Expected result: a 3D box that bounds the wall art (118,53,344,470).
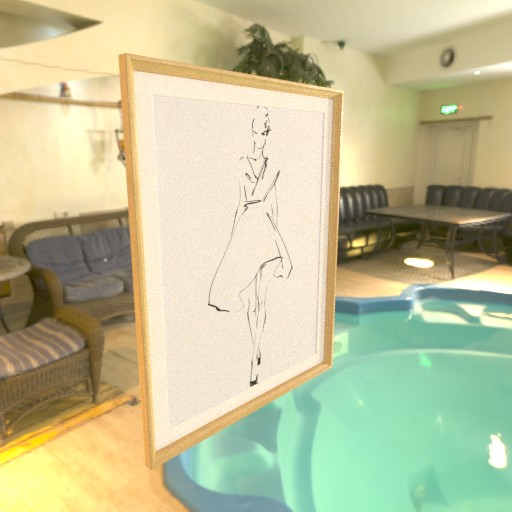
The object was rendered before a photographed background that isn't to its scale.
[{"bbox_3d":[0.000,0.000,1.319,0.030,1.002,0.798,13,18,43],"label":"wall art"}]
